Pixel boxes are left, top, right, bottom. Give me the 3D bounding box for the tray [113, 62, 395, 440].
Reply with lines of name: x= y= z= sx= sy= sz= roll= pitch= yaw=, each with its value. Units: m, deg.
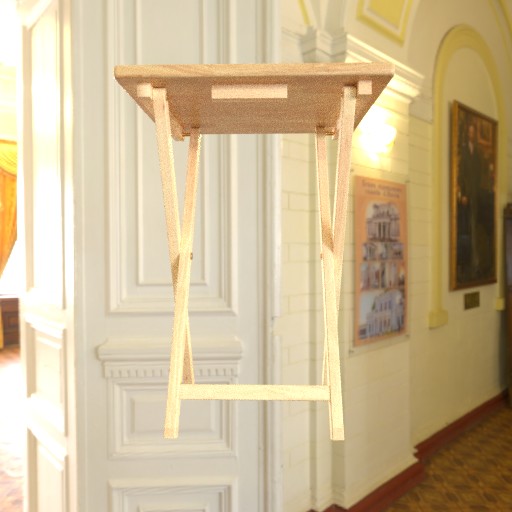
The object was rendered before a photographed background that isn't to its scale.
tray: x=0.000 y=0.000 z=0.946 sx=0.483 sy=0.660 sz=0.381 roll=0 pitch=1 yaw=2
